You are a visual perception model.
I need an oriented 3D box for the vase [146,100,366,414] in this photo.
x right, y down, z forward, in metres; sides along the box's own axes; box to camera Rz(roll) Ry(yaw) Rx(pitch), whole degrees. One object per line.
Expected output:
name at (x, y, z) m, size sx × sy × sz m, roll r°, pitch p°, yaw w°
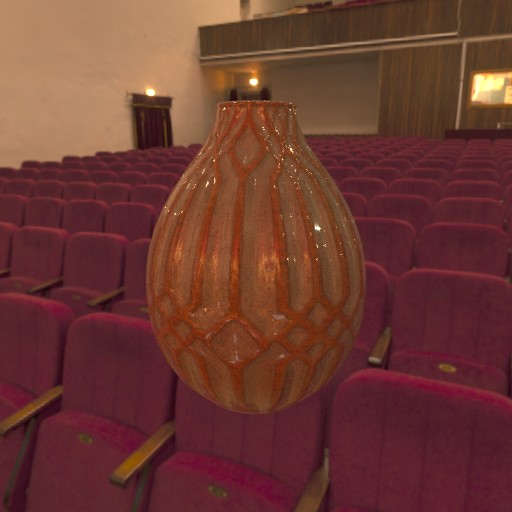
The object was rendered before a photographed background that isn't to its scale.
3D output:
vase at (0.000, 0.000, 0.268) m, size 0.131 × 0.175 × 0.131 m, roll 0°, pitch 15°, yaw 0°
